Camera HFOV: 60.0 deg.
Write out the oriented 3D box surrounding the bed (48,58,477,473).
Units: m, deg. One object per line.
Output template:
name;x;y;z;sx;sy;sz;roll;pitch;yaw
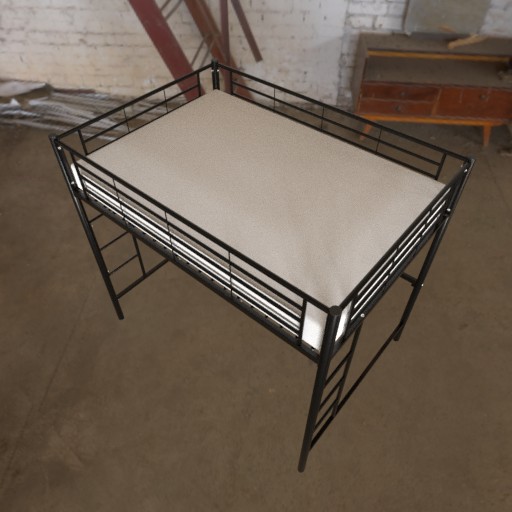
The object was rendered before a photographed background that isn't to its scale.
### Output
bed;0.000;0.000;3.136;1.994;1.803;1.397;31;54;26
